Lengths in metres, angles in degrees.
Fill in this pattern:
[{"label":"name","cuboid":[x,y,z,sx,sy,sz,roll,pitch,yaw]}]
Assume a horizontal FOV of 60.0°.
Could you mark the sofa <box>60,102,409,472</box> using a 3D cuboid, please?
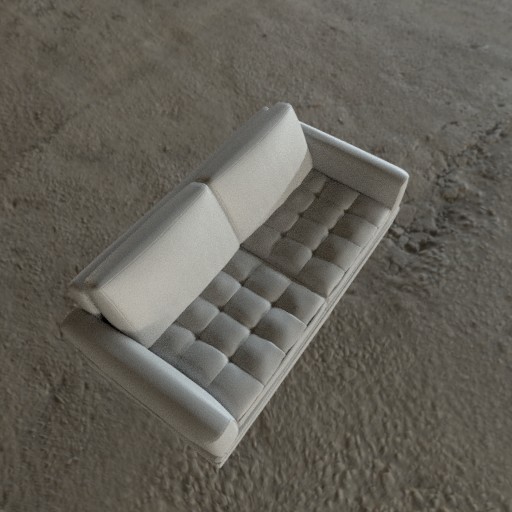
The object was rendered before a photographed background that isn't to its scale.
[{"label":"sofa","cuboid":[0.000,0.000,2.785,1.121,0.930,2.177,31,62,19]}]
